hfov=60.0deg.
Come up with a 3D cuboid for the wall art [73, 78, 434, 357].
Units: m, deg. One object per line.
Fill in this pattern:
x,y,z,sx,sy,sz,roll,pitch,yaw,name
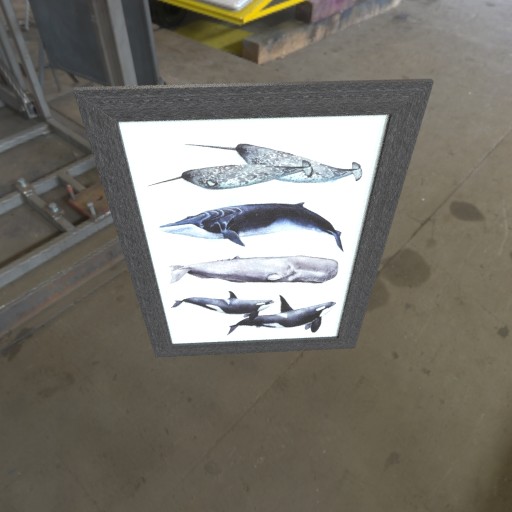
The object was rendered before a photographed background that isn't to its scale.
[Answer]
0.000,0.000,1.402,0.810,1.116,0.016,-2,46,-2,wall art
